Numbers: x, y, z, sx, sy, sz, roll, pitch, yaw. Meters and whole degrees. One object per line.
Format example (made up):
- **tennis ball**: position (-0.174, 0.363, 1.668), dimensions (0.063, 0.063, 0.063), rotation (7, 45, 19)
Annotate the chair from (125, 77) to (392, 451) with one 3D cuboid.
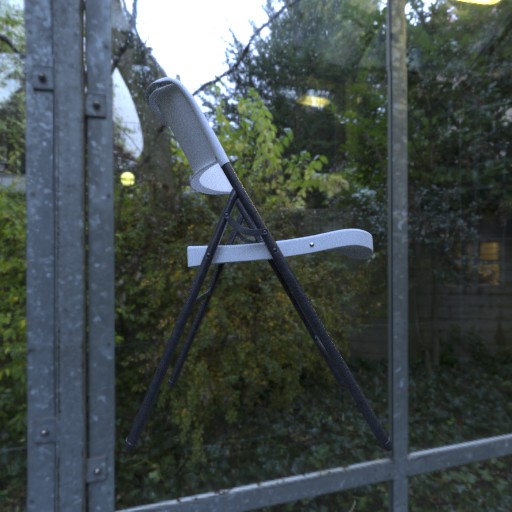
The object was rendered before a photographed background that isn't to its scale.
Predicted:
- **chair**: position (0.000, 0.000, 1.160), dimensions (0.566, 0.810, 0.494), rotation (0, -1, 0)
